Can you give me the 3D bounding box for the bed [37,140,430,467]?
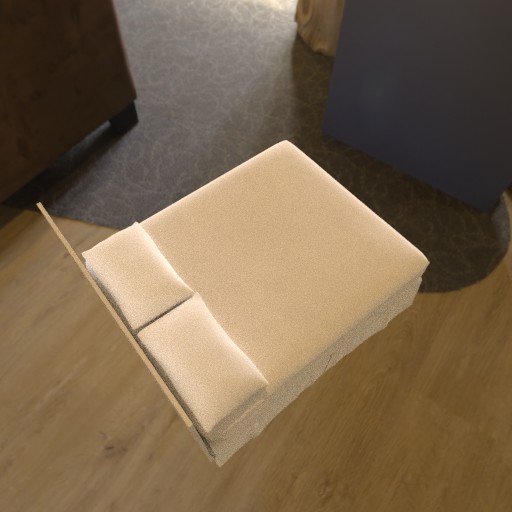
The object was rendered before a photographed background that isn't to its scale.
[{"bbox_3d":[0.000,0.000,3.206,2.094,1.335,1.745,-34,64,-19],"label":"bed"}]
